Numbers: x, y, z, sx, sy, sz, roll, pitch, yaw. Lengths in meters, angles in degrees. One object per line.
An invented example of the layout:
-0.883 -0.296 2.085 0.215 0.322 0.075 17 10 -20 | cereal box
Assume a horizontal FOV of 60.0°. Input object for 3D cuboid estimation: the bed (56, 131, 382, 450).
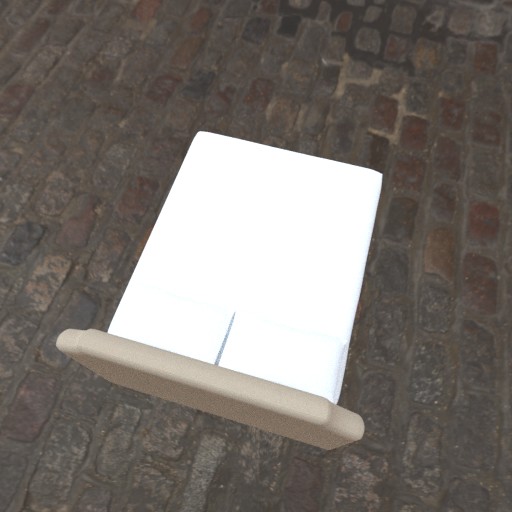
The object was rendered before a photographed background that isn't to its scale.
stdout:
0.000 0.000 3.308 1.828 1.301 2.204 15 65 7 | bed
